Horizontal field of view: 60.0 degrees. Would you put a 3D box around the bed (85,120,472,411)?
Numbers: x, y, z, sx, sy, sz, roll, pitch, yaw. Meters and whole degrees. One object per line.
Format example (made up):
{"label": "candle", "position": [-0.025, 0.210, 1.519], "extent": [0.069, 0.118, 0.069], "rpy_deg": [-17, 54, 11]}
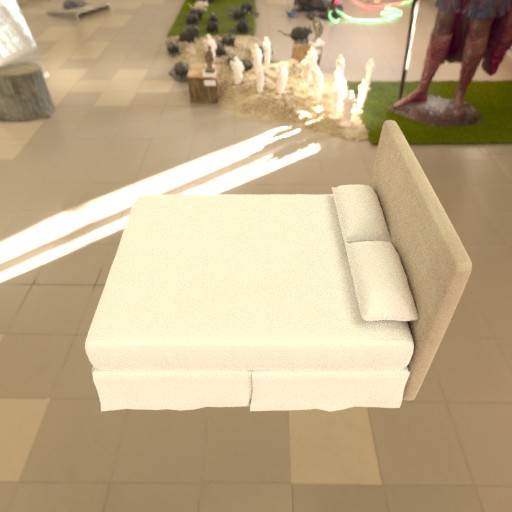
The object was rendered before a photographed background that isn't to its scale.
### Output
{"label": "bed", "position": [0.000, 0.000, 3.186], "extent": [2.162, 1.330, 1.713], "rpy_deg": [0, 42, 0]}
